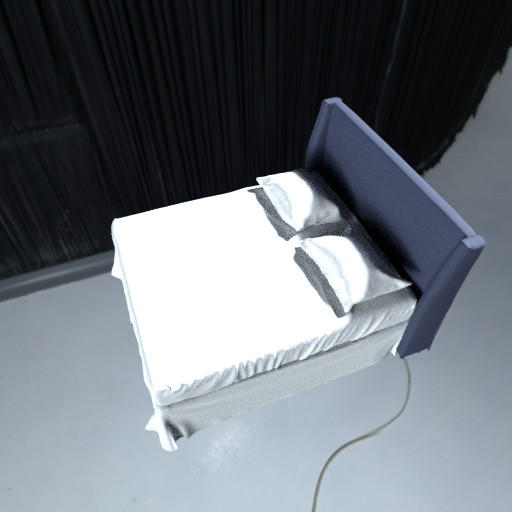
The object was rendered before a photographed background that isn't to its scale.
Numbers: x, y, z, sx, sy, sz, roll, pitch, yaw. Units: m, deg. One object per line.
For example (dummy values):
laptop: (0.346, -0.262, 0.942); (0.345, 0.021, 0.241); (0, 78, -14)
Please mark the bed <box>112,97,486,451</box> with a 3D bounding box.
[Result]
bed: (0.000, 0.000, 3.453); (2.276, 1.332, 1.925); (-16, 50, -14)
